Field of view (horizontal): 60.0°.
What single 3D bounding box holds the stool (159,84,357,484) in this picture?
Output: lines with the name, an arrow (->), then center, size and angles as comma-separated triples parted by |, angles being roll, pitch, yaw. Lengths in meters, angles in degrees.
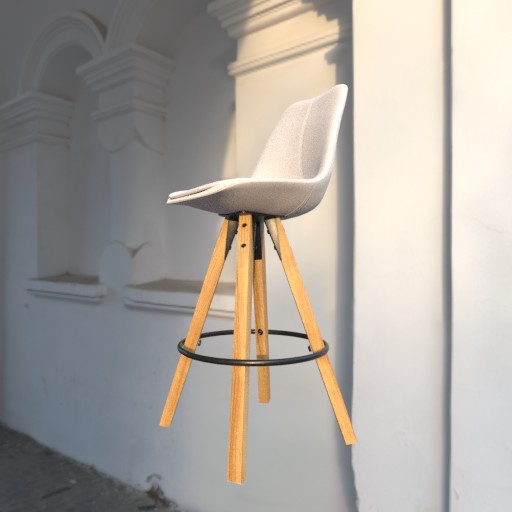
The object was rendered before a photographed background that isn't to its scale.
stool -> 0.000, 0.000, 1.389 | 0.550, 1.115, 0.484 | 0, 1, -35
